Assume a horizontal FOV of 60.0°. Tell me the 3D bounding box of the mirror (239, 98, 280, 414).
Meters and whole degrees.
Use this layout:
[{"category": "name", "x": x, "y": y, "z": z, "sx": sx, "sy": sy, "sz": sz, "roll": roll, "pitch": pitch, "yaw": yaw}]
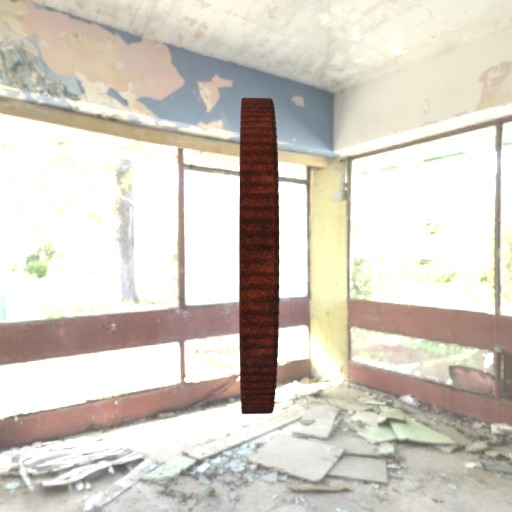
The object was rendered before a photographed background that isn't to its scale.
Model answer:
[{"category": "mirror", "x": 0.000, "y": 0.000, "z": 0.907, "sx": 0.056, "sy": 0.609, "sz": 0.609, "roll": 0, "pitch": 0, "yaw": -1}]
